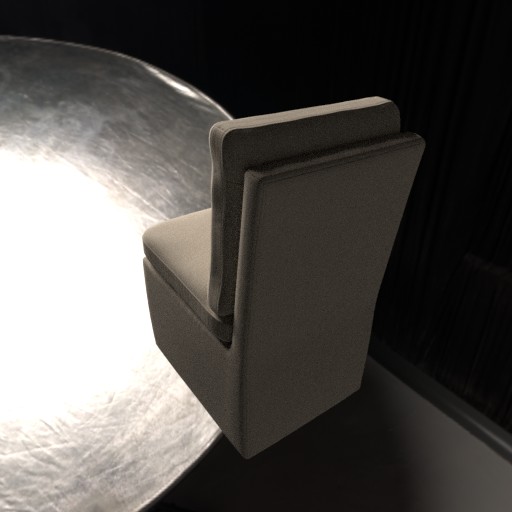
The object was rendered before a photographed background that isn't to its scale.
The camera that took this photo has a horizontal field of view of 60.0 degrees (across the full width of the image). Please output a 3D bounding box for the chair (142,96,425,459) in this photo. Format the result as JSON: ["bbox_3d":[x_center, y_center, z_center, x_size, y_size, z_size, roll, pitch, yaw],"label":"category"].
[{"bbox_3d":[0.000,0.000,1.332,0.503,0.927,0.698,-20,35,-30],"label":"chair"}]
